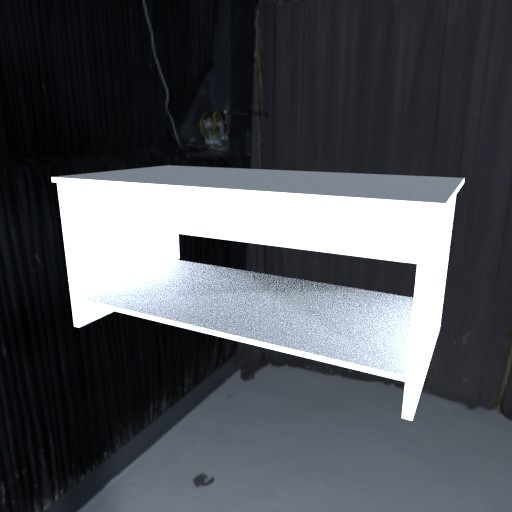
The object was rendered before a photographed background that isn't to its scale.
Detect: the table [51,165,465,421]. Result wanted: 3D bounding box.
[{"bbox_3d":[0.000,0.000,1.257,1.000,0.441,0.500,8,18,27],"label":"table"}]
